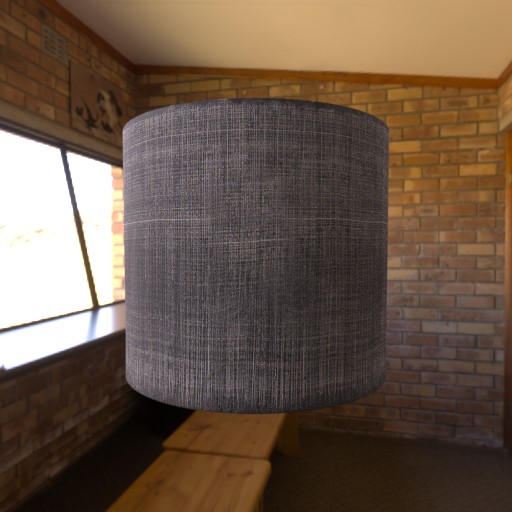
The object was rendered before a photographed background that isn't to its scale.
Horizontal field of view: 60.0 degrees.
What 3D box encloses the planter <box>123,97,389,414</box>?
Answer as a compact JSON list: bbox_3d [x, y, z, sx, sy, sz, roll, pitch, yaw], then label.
[{"bbox_3d":[0.000,0.000,0.386,0.221,0.201,0.221,0,1,0],"label":"planter"}]
